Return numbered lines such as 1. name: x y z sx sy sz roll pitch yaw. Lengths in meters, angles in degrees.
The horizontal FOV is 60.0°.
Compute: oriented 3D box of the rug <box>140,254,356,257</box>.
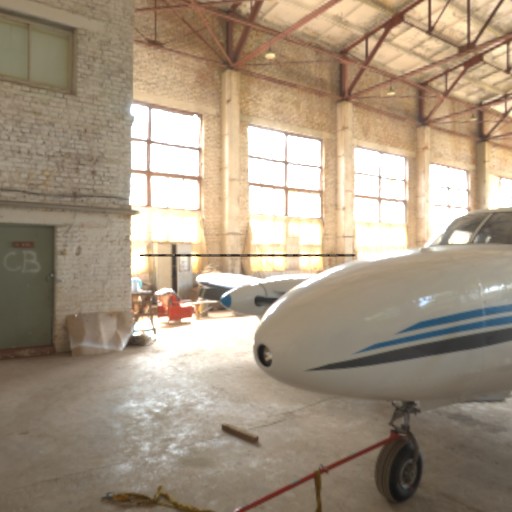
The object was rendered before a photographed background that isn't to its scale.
1. rug: 0.000 0.000 2.505 0.676 0.008 2.277 0 0 1
